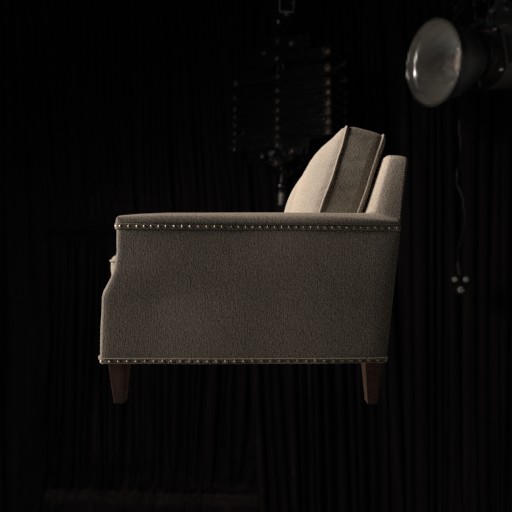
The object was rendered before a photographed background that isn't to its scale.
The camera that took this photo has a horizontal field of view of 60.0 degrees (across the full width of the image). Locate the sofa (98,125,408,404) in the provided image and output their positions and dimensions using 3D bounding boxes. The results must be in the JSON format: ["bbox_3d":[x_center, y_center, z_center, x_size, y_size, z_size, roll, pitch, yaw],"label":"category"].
[{"bbox_3d":[0.000,0.000,2.280,1.084,1.003,1.597,0,1,0],"label":"sofa"}]
